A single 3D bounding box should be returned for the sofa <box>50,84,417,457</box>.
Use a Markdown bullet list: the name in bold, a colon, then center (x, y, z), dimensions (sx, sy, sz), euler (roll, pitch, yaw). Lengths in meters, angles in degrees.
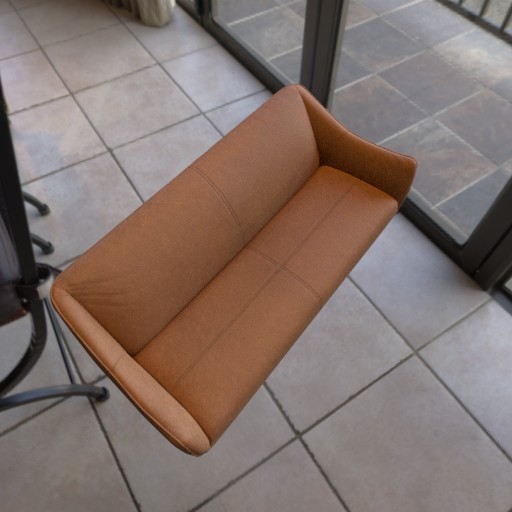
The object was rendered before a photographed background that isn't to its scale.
- **sofa**: center (0.000, 0.000, 2.380), dimensions (0.869, 0.830, 1.928), euler (34, 63, 20)
